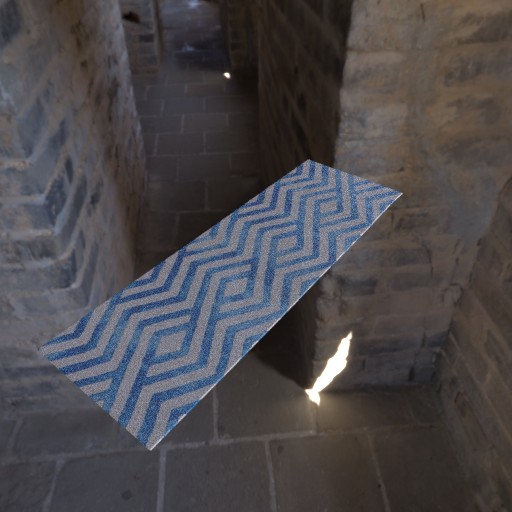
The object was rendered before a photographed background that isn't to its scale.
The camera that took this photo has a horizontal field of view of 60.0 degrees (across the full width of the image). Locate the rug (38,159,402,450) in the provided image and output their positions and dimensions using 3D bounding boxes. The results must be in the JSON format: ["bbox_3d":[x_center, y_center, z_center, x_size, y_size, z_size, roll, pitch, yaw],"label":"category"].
[{"bbox_3d":[0.000,0.000,1.661,0.503,0.007,1.492,27,48,28],"label":"rug"}]
